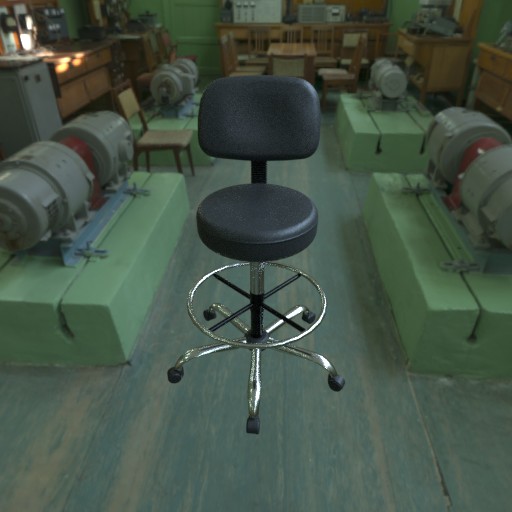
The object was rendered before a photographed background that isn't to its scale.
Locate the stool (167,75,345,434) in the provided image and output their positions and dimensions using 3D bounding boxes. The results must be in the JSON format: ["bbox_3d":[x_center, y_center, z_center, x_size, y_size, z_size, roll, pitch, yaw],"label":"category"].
[{"bbox_3d":[0.000,0.000,1.524,0.694,1.069,0.658,1,32,2],"label":"stool"}]
